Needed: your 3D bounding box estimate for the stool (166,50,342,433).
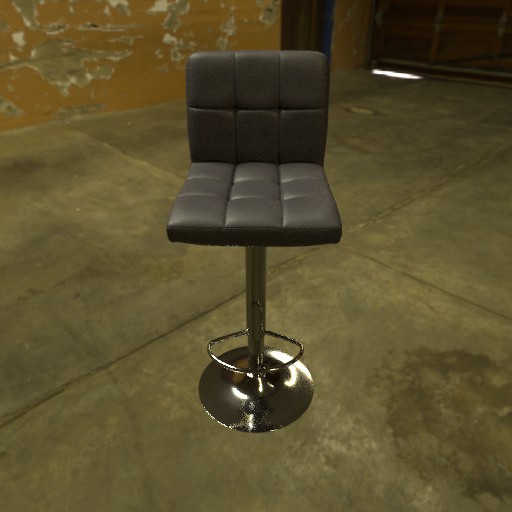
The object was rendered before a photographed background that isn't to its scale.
[{"bbox_3d":[0.000,0.000,1.366,0.430,1.115,0.505,1,30,1],"label":"stool"}]
